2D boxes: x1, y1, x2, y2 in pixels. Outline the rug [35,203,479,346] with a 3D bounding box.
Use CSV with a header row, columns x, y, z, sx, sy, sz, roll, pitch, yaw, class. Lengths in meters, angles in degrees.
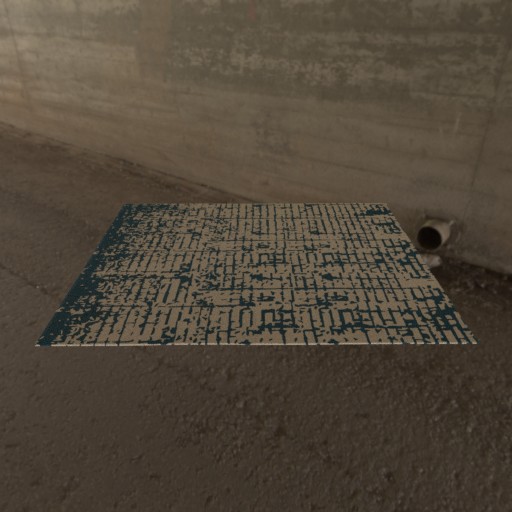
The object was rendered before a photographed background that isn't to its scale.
x,y,z,sx,sy,sz,roll,pitch,yaw,class
0.000,0.000,4.054,3.017,0.014,2.416,0,30,0,rug
